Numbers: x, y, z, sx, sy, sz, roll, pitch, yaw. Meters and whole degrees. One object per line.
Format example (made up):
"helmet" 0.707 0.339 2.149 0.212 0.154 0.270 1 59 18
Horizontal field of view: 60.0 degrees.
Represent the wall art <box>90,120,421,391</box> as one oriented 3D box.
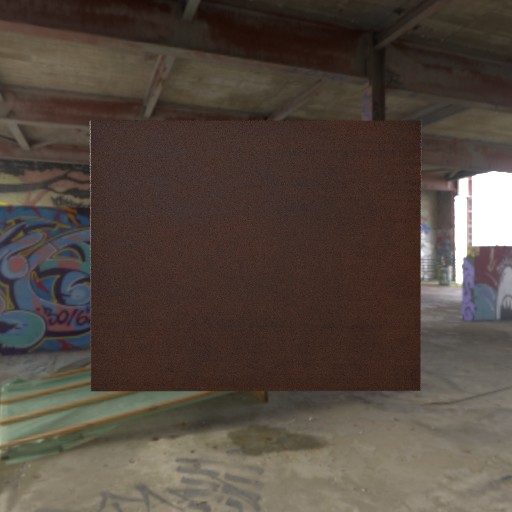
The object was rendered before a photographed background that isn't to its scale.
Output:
"wall art" 0.000 0.000 0.553 0.401 0.328 0.030 0 0 0
